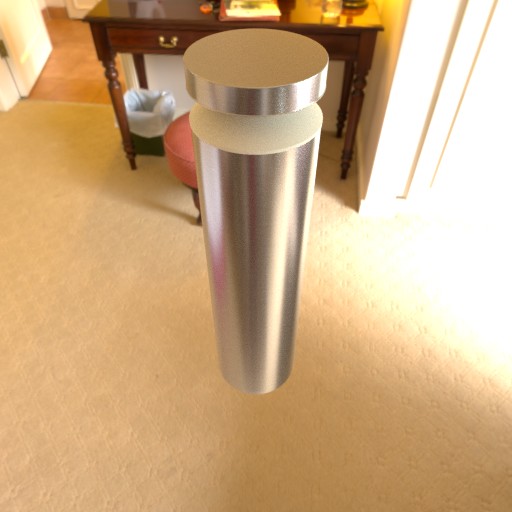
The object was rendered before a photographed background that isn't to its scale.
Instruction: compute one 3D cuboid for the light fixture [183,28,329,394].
[{"bbox_3d":[0.000,0.000,0.450,0.102,0.400,0.102,-24,51,-21],"label":"light fixture"}]
